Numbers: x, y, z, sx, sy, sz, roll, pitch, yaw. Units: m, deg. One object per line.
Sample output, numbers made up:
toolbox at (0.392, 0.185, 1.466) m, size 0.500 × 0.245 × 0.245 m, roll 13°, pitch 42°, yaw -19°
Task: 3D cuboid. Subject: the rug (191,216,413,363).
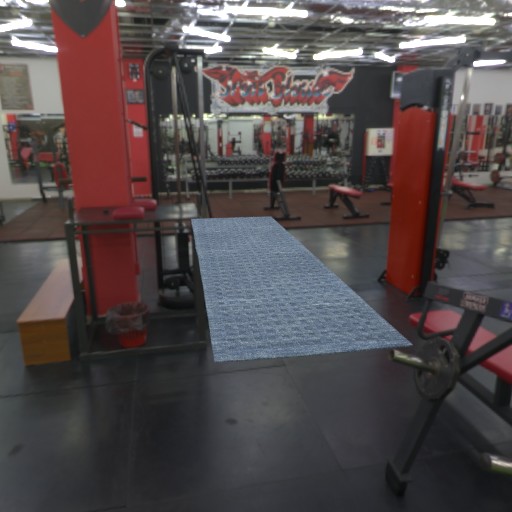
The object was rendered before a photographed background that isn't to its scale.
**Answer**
rug at (0.000, 0.000, 2.624) m, size 0.688 × 0.008 × 2.443 m, roll -3°, pitch 16°, yaw -9°
